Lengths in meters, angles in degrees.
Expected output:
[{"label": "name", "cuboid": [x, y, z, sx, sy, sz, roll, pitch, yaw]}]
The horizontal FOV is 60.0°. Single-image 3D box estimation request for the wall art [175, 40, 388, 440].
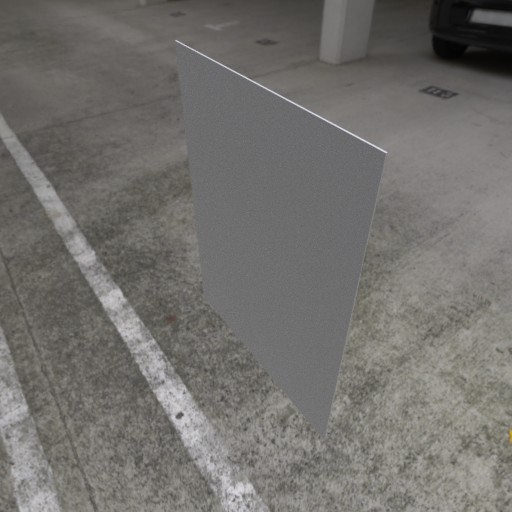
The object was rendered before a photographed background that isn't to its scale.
[{"label": "wall art", "cuboid": [0.000, 0.000, 0.786, 0.003, 0.609, 0.457, -25, 47, -25]}]
